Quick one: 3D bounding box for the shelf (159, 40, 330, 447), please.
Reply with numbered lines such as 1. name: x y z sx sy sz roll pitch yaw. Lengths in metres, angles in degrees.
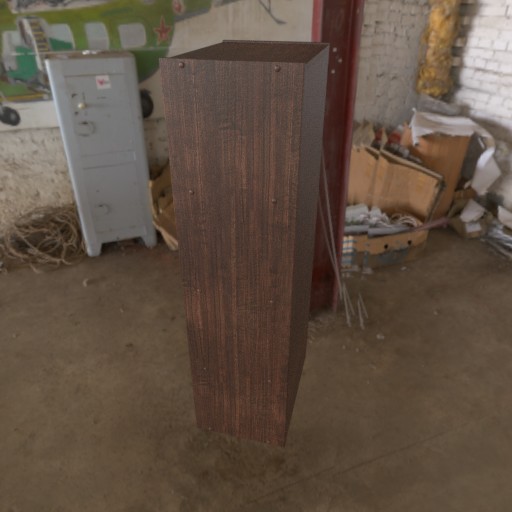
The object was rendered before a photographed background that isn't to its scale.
1. shelf: 0.000 0.000 1.293 0.290 1.099 0.415 8 31 13
